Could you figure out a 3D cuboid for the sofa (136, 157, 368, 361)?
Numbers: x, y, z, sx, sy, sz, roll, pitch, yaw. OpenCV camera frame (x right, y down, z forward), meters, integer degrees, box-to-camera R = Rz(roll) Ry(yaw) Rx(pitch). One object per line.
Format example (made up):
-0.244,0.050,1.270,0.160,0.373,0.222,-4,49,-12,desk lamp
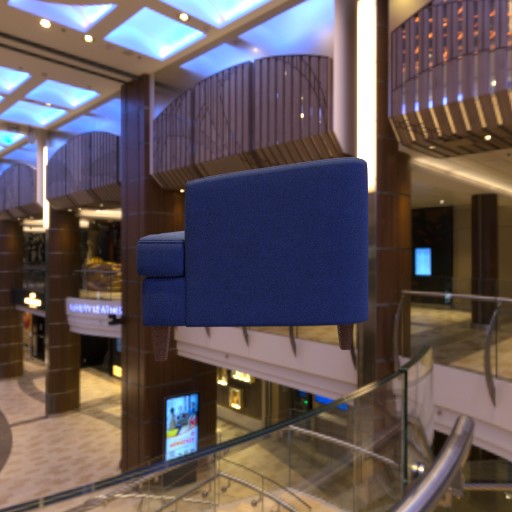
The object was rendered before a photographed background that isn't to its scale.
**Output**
0.000,0.000,2.715,0.914,0.787,2.235,0,0,-1,sofa
